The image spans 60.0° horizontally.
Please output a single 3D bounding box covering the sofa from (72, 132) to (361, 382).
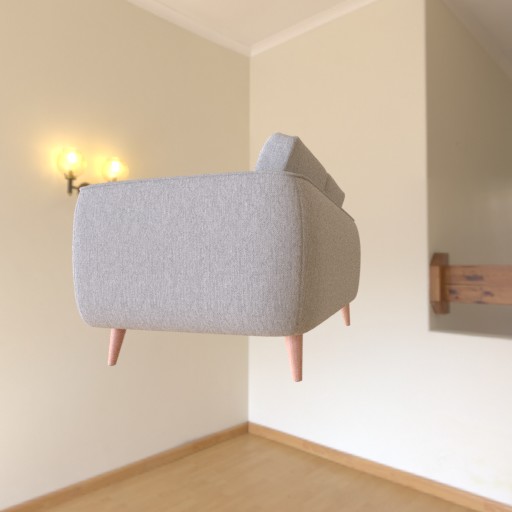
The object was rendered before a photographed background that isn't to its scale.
[{"bbox_3d":[0.000,0.000,2.243,0.920,0.850,1.700,0,-1,18],"label":"sofa"}]
